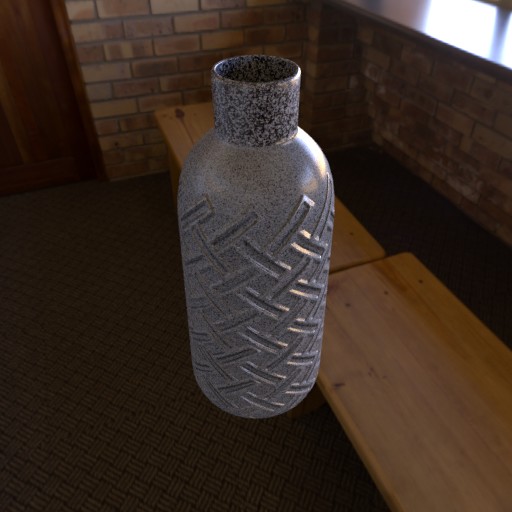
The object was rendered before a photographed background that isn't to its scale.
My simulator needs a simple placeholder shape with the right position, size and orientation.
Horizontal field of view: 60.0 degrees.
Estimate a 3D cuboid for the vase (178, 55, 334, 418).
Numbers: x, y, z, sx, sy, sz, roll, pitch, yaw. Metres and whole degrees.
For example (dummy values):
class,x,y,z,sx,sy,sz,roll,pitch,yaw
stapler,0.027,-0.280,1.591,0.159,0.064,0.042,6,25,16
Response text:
class,x,y,z,sx,sy,sz,roll,pitch,yaw
vase,0.000,0.000,0.344,0.122,0.282,0.122,0,41,0
